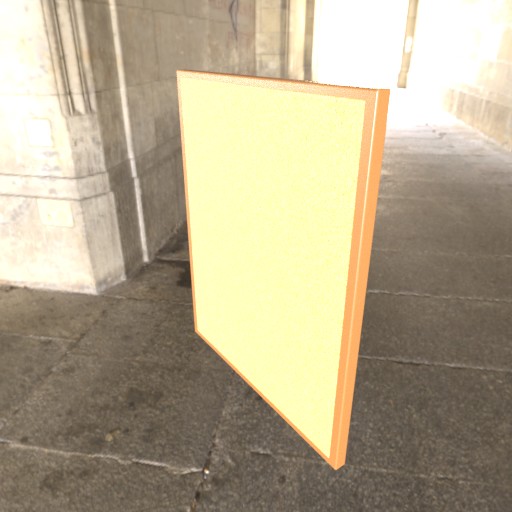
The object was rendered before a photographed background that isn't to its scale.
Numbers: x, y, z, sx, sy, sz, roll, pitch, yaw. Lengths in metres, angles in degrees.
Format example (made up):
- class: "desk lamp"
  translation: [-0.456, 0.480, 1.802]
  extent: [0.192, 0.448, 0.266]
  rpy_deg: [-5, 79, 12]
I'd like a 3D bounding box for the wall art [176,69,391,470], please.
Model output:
- class: "wall art"
  translation: [0.000, 0.000, 0.731]
  extent: [0.021, 0.550, 0.449]
  rpy_deg: [-17, 30, -32]
